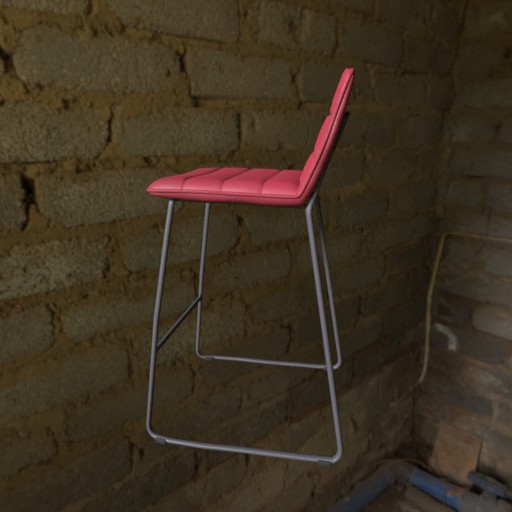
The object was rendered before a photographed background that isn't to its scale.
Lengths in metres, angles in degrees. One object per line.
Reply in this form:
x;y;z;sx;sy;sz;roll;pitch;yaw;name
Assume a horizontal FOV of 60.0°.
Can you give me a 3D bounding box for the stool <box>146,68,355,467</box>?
0.000;0.000;1.249;0.524;0.937;0.489;3;16;10;stool
